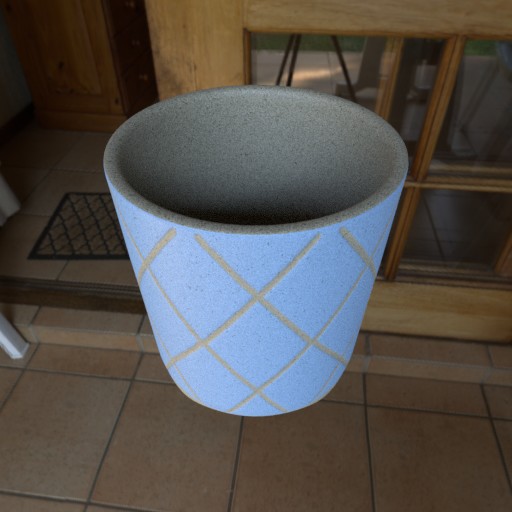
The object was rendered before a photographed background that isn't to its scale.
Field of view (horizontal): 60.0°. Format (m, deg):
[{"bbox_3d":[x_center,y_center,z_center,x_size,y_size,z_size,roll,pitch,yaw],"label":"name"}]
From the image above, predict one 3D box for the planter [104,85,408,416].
[{"bbox_3d":[0.000,0.000,0.351,0.191,0.200,0.191,0,42,0],"label":"planter"}]
